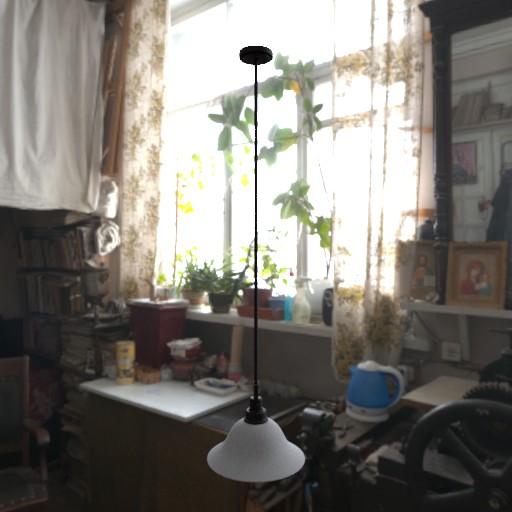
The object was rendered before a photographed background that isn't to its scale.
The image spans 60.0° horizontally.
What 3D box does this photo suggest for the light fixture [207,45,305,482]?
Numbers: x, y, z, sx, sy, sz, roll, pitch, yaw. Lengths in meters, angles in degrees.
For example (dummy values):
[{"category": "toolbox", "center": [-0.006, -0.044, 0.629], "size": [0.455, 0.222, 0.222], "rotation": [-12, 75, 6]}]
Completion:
[{"category": "light fixture", "center": [0.000, 0.000, 1.465], "size": [0.324, 1.337, 0.324], "rotation": [0, 1, 0]}]
